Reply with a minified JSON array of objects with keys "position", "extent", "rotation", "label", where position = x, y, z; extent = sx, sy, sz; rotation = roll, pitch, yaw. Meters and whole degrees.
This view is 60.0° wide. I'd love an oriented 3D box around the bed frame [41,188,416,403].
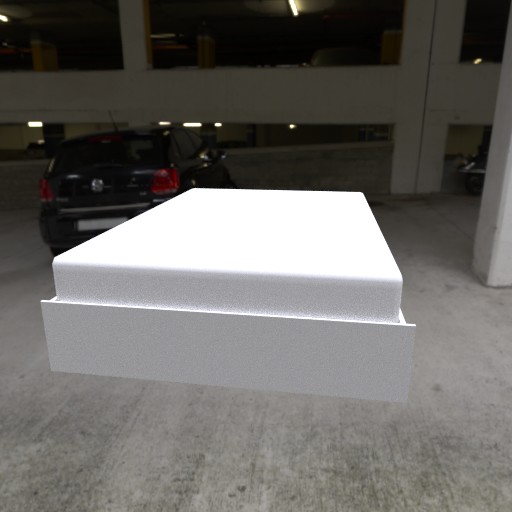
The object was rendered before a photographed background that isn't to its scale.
[{"position":[0.000,0.000,2.609],"extent":[1.445,0.497,1.945],"rotation":[3,17,8],"label":"bed frame"}]
